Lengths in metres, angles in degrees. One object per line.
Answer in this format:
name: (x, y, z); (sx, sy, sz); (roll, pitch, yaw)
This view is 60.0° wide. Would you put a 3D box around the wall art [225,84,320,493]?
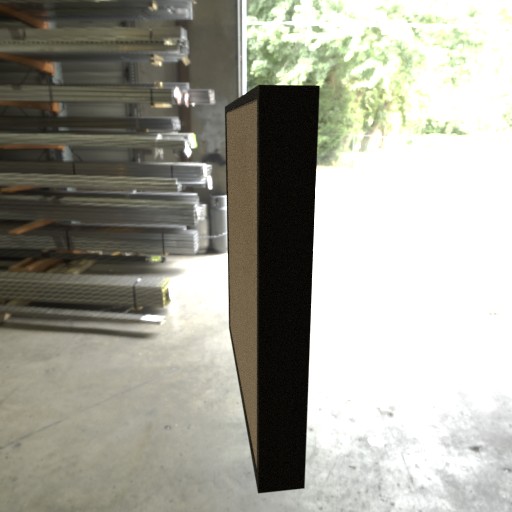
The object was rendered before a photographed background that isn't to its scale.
wall art: (0.000, 0.000, 0.458); (0.038, 0.305, 0.305); (-2, 16, -7)
